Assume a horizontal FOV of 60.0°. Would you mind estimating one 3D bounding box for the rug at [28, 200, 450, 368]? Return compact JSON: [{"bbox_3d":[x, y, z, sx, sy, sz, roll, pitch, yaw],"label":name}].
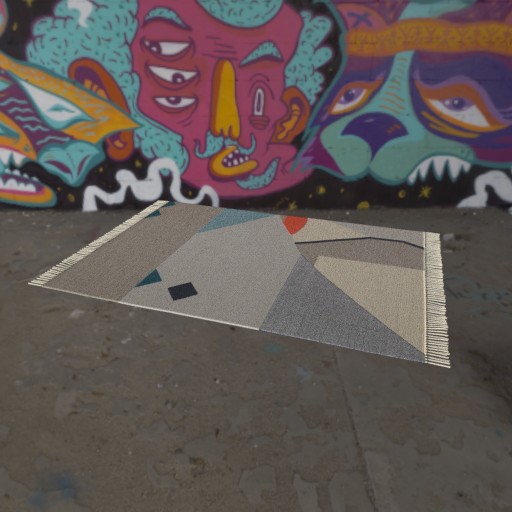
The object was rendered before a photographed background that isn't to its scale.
[{"bbox_3d":[0.000,0.000,2.302,1.828,0.005,1.220,9,28,16],"label":"rug"}]
